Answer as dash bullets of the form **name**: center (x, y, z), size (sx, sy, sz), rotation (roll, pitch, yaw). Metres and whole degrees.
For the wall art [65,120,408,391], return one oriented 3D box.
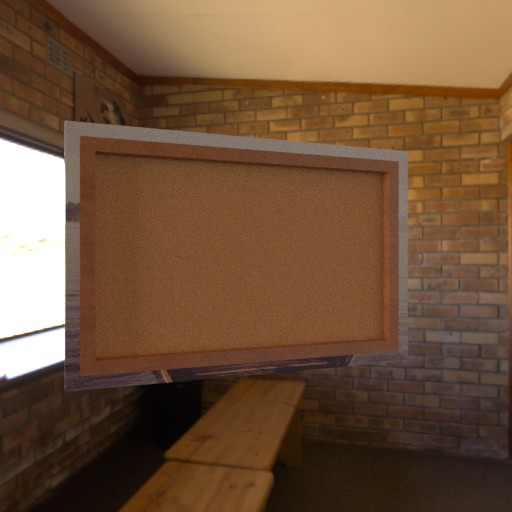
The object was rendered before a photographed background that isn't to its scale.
- **wall art**: center (0.000, 0.000, 1.155), size (0.916, 0.609, 0.037), rotation (0, 0, -19)
